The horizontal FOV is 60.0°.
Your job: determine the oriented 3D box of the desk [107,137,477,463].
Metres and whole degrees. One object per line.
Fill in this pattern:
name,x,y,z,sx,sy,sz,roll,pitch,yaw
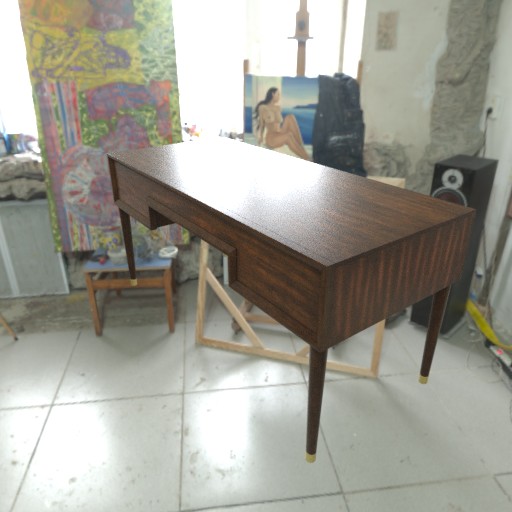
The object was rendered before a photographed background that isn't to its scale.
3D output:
desk,0.000,0.000,2.051,0.724,0.762,1.575,-18,31,-33
